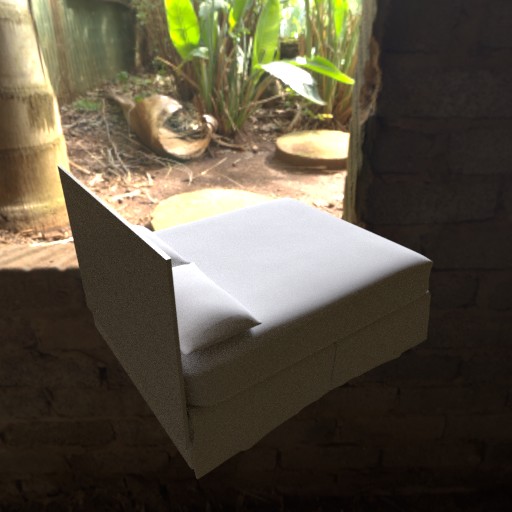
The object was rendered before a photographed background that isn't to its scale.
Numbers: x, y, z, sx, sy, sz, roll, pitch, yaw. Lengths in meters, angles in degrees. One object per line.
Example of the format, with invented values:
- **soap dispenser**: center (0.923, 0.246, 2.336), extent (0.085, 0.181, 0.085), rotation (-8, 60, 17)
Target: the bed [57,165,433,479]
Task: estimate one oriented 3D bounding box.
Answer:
- **bed**: center (0.000, 0.000, 3.198), extent (2.094, 1.335, 1.745), rotation (-19, 33, -31)
